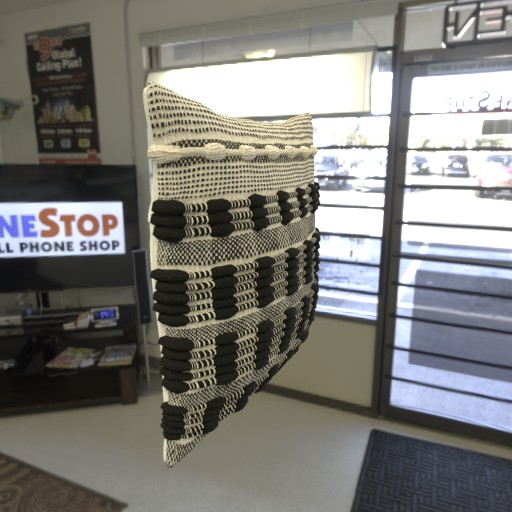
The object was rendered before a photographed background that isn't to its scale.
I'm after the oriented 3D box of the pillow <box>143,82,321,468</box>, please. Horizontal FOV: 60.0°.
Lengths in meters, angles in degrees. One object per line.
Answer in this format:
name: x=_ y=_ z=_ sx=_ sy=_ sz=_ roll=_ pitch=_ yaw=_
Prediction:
pillow: x=0.000 y=0.000 z=0.663 sx=0.156 sy=0.438 sz=0.436 roll=7 pitch=15 yaw=27
